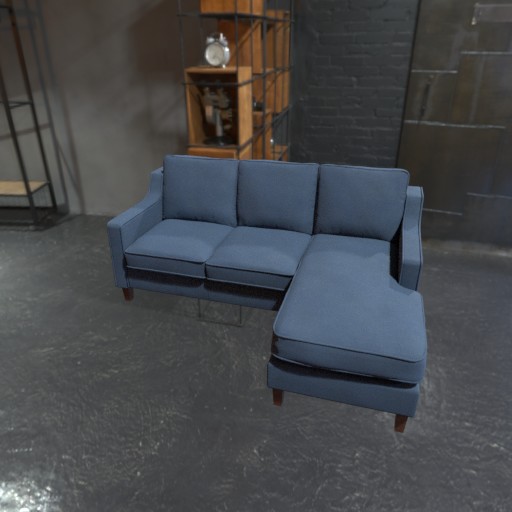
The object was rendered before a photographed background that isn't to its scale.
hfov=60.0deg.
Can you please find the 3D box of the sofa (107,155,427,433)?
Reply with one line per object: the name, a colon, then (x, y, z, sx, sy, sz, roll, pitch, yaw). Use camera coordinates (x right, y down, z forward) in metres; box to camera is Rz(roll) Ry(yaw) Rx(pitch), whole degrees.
sofa: (0.000, 0.000, 3.228, 2.317, 1.066, 1.858, 7, 27, 15)
